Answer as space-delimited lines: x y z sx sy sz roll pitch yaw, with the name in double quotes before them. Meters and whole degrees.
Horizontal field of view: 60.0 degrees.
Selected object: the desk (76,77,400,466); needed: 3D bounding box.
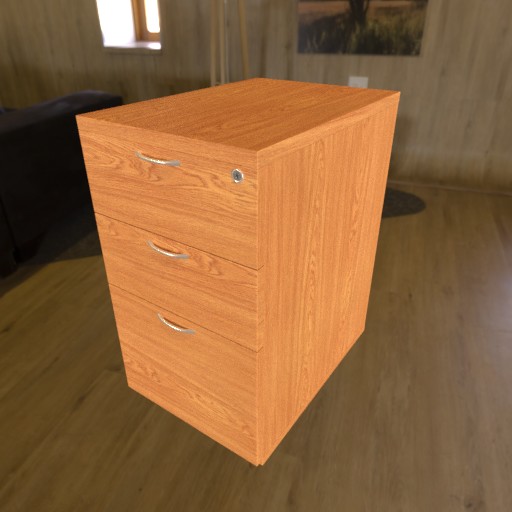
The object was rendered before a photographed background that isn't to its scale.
"desk" 0.000 0.000 1.097 0.404 0.730 0.600 19 35 30
